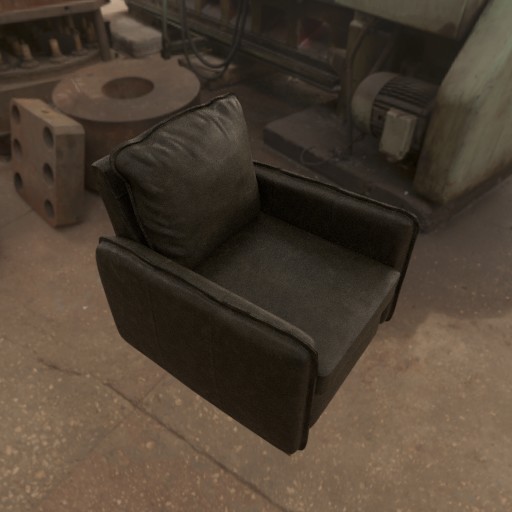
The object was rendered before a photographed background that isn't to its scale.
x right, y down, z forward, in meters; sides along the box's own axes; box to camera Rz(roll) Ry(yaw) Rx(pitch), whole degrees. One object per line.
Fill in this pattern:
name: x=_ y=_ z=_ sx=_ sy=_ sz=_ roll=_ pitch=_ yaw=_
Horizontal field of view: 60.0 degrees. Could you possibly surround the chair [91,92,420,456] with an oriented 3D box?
chair: x=0.000 y=0.000 z=1.622 sx=0.921 sy=0.921 sz=0.830 roll=26 pitch=47 yaw=27
